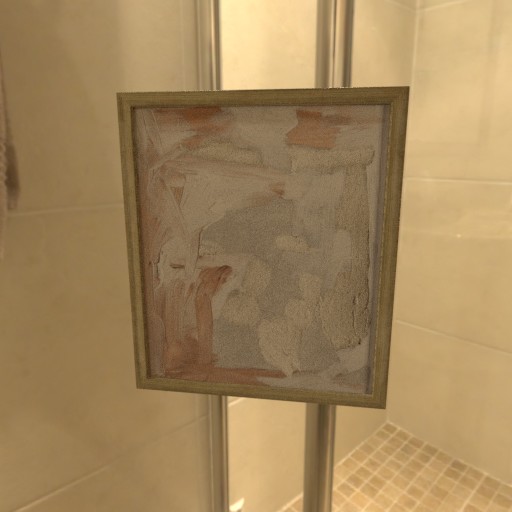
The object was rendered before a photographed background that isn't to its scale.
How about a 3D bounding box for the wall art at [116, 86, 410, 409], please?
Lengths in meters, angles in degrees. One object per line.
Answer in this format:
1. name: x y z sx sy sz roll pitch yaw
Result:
1. wall art: 0.000 0.000 0.789 0.483 0.559 0.009 2 13 9
